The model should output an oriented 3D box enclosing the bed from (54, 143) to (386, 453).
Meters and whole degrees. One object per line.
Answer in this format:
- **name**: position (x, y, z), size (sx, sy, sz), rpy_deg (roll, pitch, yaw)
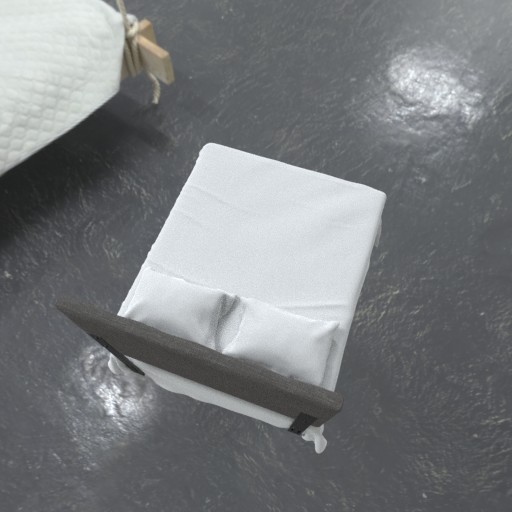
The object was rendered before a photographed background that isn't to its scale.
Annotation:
- **bed**: position (0.000, 0.000, 3.412), size (1.936, 1.577, 2.222), rpy_deg (18, 65, 9)
